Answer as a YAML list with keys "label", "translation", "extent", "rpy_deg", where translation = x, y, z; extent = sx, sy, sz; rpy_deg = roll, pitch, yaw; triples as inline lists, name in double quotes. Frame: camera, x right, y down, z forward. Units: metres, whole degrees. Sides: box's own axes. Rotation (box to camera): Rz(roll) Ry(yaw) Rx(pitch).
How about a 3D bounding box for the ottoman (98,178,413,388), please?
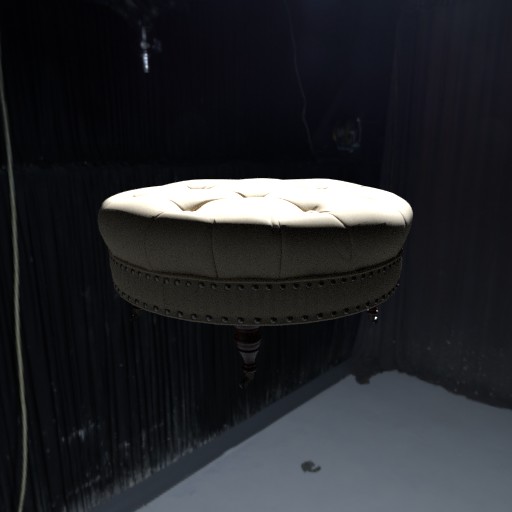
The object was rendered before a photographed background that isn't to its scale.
- label: "ottoman"
  translation: [0.000, 0.000, 1.361]
  extent: [0.901, 0.439, 0.901]
  rpy_deg: [0, 15, 0]
